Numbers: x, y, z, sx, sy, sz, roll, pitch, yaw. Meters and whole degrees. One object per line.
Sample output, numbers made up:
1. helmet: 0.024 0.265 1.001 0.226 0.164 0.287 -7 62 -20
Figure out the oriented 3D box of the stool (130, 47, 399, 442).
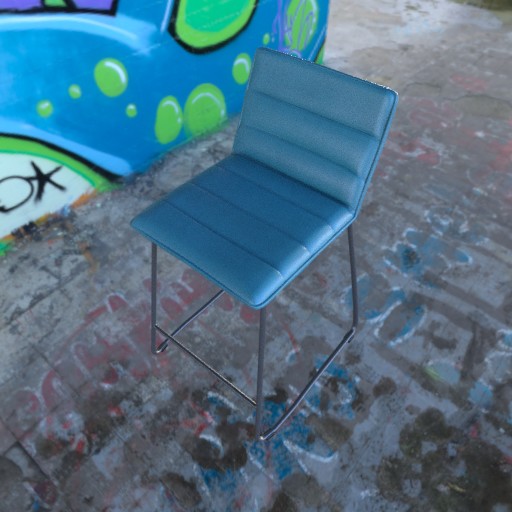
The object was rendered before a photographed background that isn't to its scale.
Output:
1. stool: 0.000 0.000 1.189 0.489 0.866 0.524 31 54 26
